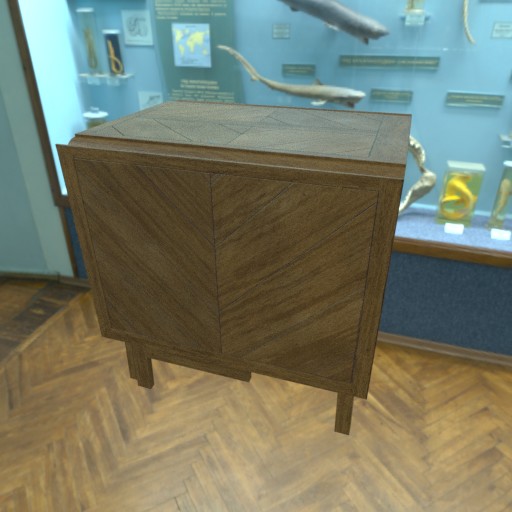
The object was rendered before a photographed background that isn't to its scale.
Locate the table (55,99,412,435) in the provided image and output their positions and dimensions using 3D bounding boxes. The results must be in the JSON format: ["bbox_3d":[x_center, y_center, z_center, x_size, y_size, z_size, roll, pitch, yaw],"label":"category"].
[{"bbox_3d":[0.000,0.000,1.309,0.746,0.763,0.591,9,30,16],"label":"table"}]
